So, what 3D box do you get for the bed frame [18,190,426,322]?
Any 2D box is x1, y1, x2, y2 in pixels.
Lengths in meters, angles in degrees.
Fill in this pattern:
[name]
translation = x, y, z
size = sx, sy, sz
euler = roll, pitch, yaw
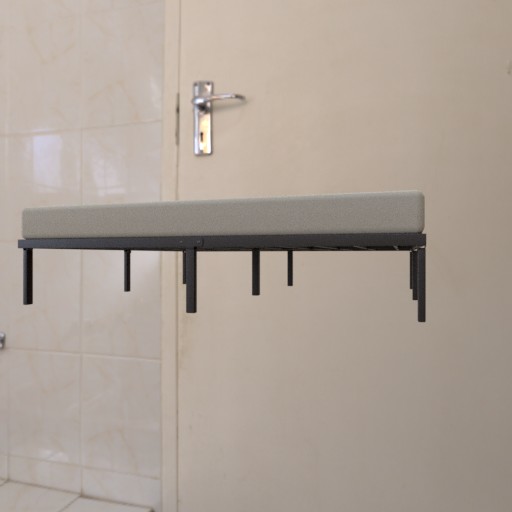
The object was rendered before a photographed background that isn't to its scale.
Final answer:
[bed frame]
translation = 0.000, 0.000, 3.831
size = 2.635, 0.680, 2.526
euler = 0, 0, 18
